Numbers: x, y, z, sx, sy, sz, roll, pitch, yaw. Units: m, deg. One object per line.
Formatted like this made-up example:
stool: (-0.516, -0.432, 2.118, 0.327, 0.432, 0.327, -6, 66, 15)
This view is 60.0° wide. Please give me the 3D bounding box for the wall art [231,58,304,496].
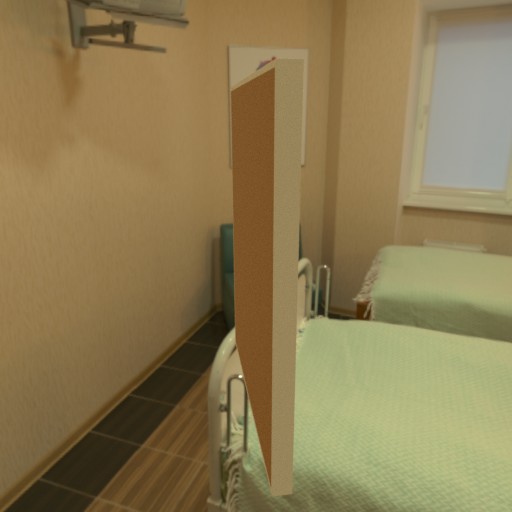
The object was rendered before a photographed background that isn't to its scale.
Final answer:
wall art: (0.000, 0.000, 0.733, 0.030, 0.549, 0.443, -3, 17, -9)
